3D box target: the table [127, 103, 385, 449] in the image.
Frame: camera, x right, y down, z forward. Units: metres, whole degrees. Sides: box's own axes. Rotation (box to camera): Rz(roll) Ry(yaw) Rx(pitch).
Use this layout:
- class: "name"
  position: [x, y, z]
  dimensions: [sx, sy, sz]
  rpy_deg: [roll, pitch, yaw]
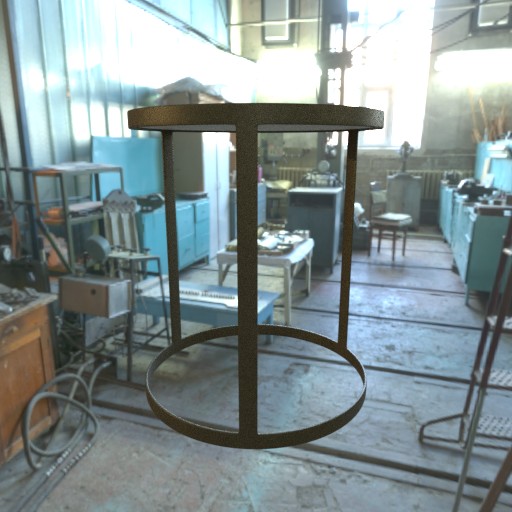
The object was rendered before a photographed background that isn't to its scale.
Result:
- class: "table"
  position: [0.000, 0.000, 0.925]
  dimensions: [0.480, 0.565, 0.480]
  rpy_deg: [0, 14, 0]
